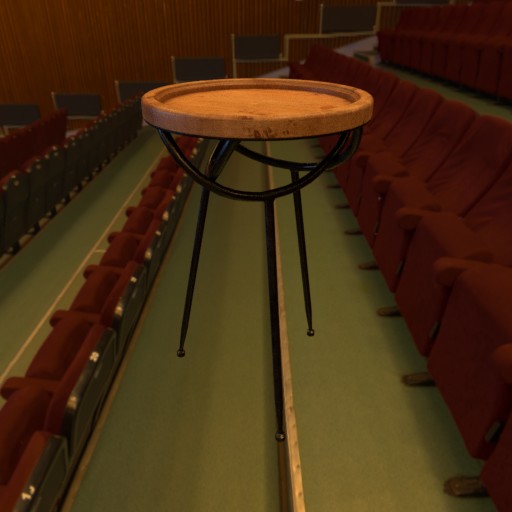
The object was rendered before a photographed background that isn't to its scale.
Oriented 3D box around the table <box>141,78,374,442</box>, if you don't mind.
[{"bbox_3d":[0.000,0.000,0.953,0.414,0.664,0.418,0,29,-1],"label":"table"}]
